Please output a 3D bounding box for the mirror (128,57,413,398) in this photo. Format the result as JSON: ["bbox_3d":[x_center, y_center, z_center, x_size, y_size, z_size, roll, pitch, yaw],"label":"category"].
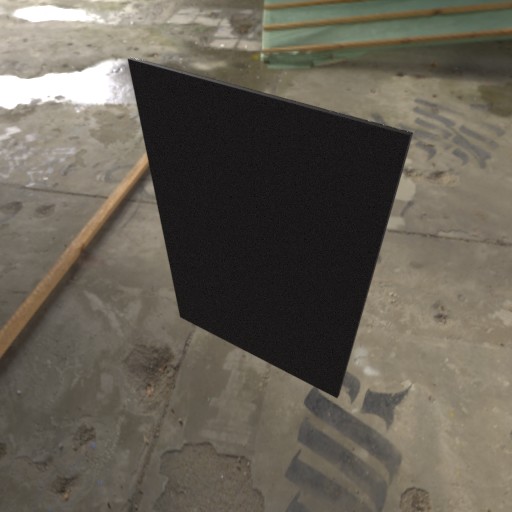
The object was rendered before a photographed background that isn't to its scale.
[{"bbox_3d":[0.000,0.000,1.171,0.613,0.914,0.039,23,50,21],"label":"mirror"}]
